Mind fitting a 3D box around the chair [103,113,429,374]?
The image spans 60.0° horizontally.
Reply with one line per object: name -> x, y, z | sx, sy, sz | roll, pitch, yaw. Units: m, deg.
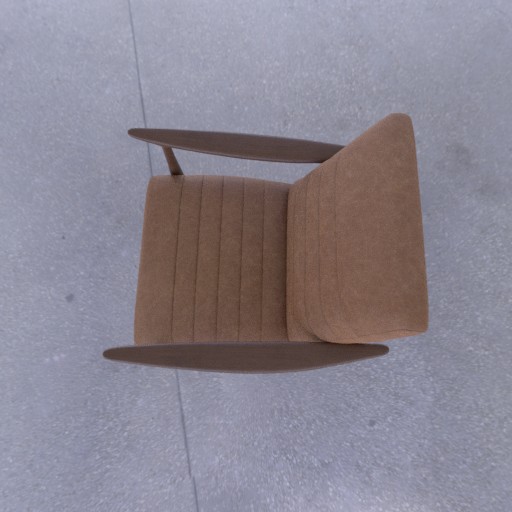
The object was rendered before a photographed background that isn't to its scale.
chair -> 0.000, 0.000, 1.438 | 0.798, 0.832, 0.741 | 1, 75, 0
